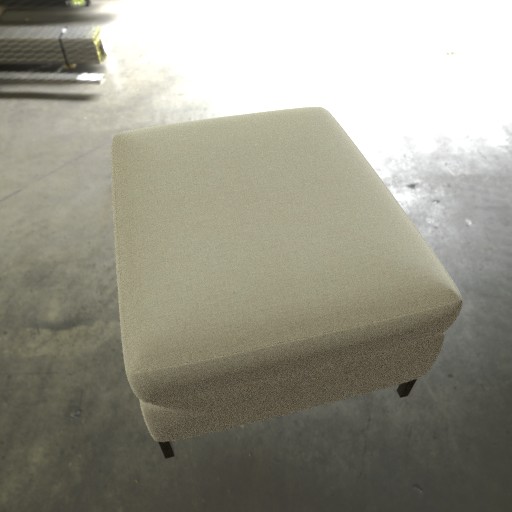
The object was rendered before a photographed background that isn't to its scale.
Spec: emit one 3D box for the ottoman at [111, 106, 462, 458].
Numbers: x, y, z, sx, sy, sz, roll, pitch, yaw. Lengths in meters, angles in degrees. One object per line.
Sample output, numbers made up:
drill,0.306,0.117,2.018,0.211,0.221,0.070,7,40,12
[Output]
ottoman,0.000,0.000,1.163,0.657,0.453,0.794,-11,48,-10
